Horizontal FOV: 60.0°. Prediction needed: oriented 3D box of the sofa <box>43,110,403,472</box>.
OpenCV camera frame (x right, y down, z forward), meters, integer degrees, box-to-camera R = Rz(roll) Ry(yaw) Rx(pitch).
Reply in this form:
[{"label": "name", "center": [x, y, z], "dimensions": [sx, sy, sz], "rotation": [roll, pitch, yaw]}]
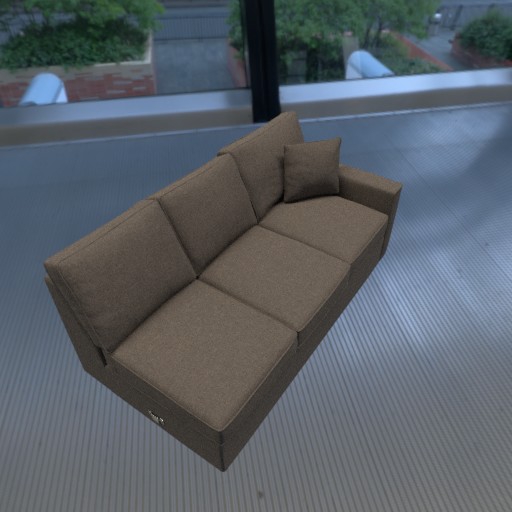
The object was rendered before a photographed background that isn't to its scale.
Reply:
[{"label": "sofa", "center": [0.000, 0.000, 2.578], "dimensions": [1.034, 0.946, 1.963], "rotation": [24, 46, 26]}]
